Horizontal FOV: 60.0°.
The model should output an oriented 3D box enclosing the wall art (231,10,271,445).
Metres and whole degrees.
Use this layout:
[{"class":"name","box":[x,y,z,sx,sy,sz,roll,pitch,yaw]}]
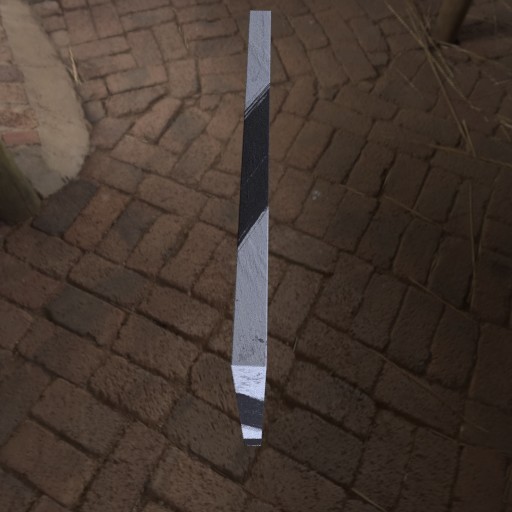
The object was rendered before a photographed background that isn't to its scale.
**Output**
[{"class":"wall art","box":[0.000,0.000,1.083,0.046,0.765,0.765,1,60,1]}]
